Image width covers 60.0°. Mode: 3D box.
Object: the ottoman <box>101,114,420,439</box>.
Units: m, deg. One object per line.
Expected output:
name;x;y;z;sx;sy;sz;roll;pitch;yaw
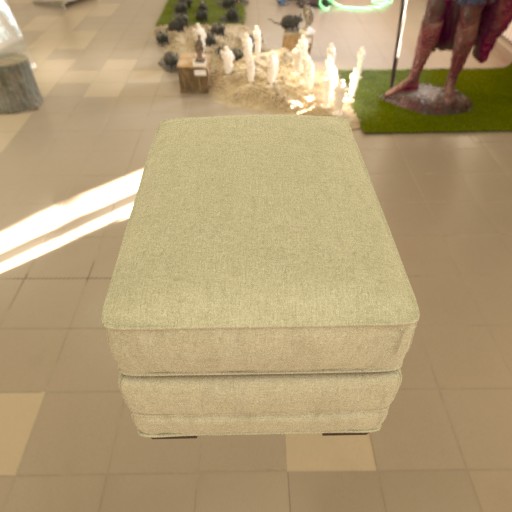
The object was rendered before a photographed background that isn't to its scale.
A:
ottoman;0.000;0.000;1.222;0.611;0.508;0.848;-1;43;-1
